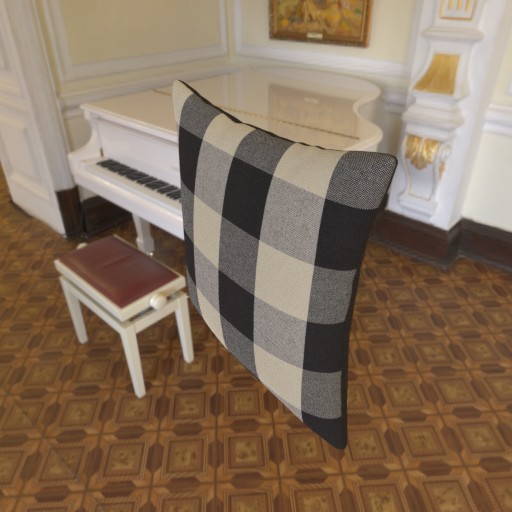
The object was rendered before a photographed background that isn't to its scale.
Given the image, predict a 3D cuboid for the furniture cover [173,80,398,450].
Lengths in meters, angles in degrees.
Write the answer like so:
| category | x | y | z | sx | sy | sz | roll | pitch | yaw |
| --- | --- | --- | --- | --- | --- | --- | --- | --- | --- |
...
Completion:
| category | x | y | z | sx | sy | sz | roll | pitch | yaw |
| --- | --- | --- | --- | --- | --- | --- | --- | --- | --- |
| furniture cover | 0.000 | 0.000 | 0.778 | 0.161 | 0.509 | 0.511 | -21 | 38 | -29 |
